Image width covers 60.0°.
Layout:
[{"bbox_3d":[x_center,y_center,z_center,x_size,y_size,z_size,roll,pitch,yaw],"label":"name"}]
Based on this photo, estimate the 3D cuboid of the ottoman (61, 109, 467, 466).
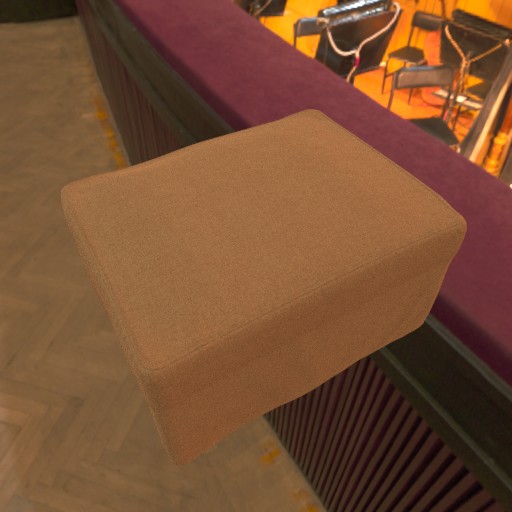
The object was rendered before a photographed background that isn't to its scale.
[{"bbox_3d":[0.000,0.000,1.223,0.833,0.485,0.650,-23,50,-21],"label":"ottoman"}]
